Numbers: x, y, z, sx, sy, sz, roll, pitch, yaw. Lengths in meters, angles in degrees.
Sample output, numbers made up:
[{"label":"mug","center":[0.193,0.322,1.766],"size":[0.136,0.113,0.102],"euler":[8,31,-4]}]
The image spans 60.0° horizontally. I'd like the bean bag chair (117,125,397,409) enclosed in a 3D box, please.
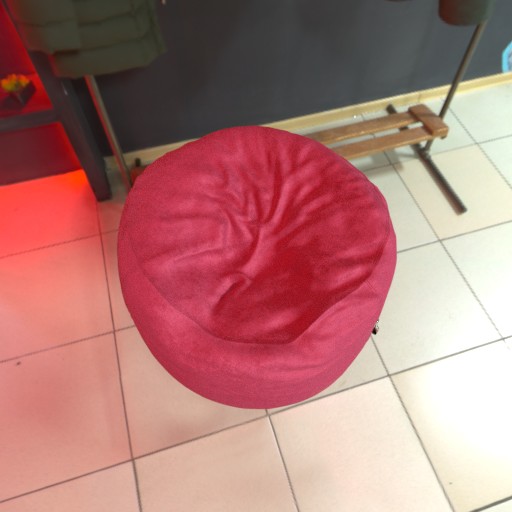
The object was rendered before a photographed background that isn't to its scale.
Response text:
[{"label":"bean bag chair","center":[0.000,0.000,2.012],"size":[1.218,0.788,1.218],"euler":[0,59,0]}]
